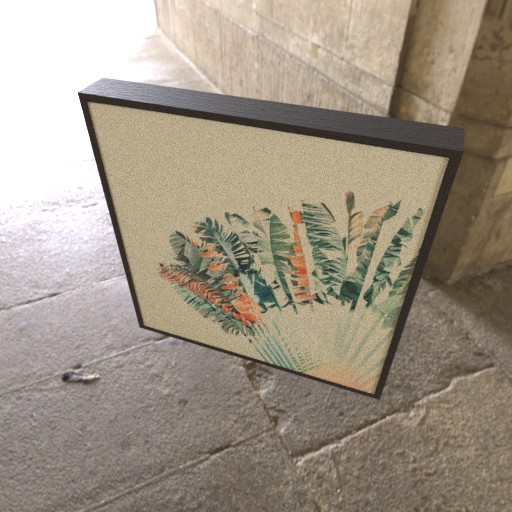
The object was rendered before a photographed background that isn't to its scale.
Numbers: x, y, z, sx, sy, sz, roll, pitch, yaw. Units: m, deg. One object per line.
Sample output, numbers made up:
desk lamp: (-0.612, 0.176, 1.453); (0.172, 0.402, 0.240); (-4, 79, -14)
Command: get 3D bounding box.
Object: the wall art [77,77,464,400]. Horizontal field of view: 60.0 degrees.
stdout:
wall art: (0.000, 0.000, 0.440); (0.302, 0.300, 0.036); (13, 43, 15)
